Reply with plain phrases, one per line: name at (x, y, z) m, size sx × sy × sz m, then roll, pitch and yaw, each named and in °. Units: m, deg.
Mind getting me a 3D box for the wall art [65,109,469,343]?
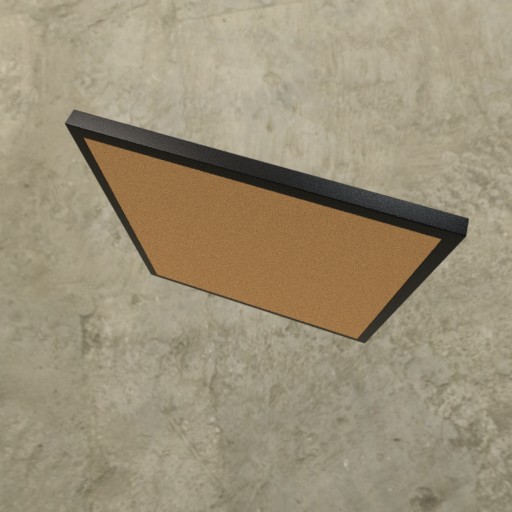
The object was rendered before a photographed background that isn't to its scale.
wall art at (0.000, 0.000, 1.143) m, size 0.755 × 0.761 × 0.038 m, roll 17°, pitch 67°, yaw 8°
